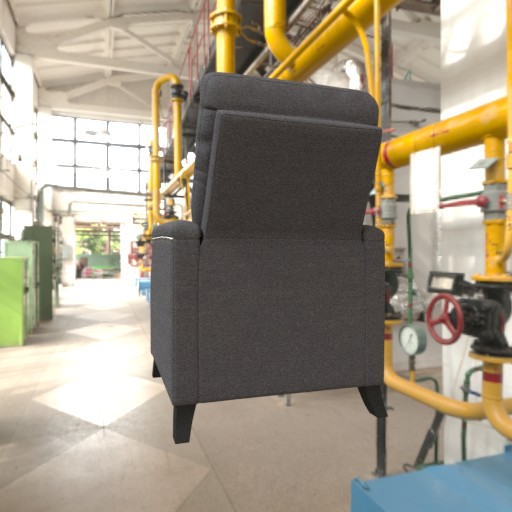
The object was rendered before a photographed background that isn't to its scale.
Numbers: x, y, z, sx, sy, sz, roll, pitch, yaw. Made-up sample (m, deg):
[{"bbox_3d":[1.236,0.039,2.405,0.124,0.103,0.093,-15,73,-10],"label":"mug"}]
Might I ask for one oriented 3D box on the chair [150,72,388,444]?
[{"bbox_3d":[0.000,0.000,1.651,0.710,1.049,0.922,0,0,-18],"label":"chair"}]
